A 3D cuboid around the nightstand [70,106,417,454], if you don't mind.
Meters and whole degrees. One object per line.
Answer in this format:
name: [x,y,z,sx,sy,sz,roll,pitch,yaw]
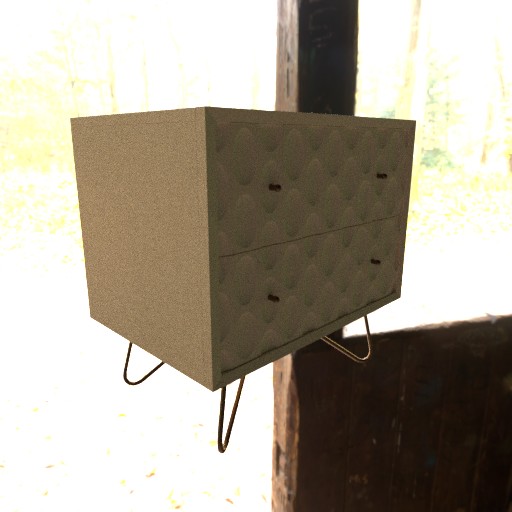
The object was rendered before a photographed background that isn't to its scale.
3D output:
nightstand: [0.000,0.000,1.021,0.614,0.604,0.447,-14,20,-43]
